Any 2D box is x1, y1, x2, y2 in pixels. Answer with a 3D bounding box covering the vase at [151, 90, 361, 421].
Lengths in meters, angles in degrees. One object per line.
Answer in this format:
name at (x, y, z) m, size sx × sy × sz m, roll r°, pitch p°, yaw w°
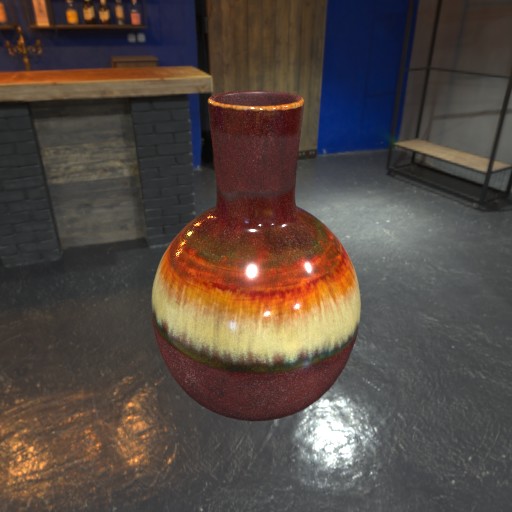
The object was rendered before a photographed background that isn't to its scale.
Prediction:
vase at (0.000, 0.000, 0.227) m, size 0.111 × 0.154 × 0.111 m, roll 0°, pitch 29°, yaw 0°
